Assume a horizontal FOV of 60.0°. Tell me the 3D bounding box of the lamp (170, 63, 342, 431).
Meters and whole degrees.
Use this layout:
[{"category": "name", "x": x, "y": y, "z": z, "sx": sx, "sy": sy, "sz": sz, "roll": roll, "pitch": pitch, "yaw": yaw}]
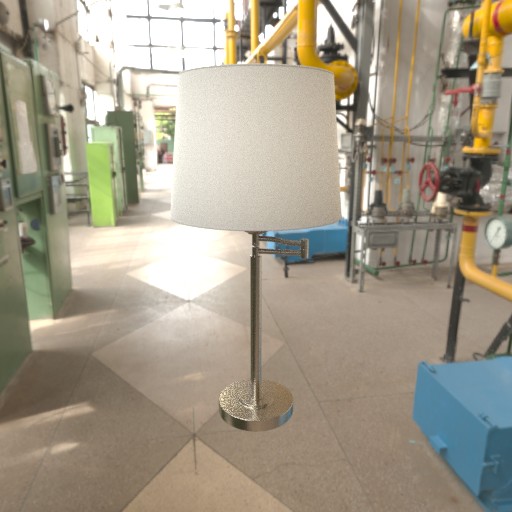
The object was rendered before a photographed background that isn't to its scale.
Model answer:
[{"category": "lamp", "x": 0.000, "y": 0.000, "z": 0.893, "sx": 0.333, "sy": 0.696, "sz": 0.333, "roll": 0, "pitch": 14, "yaw": 0}]
